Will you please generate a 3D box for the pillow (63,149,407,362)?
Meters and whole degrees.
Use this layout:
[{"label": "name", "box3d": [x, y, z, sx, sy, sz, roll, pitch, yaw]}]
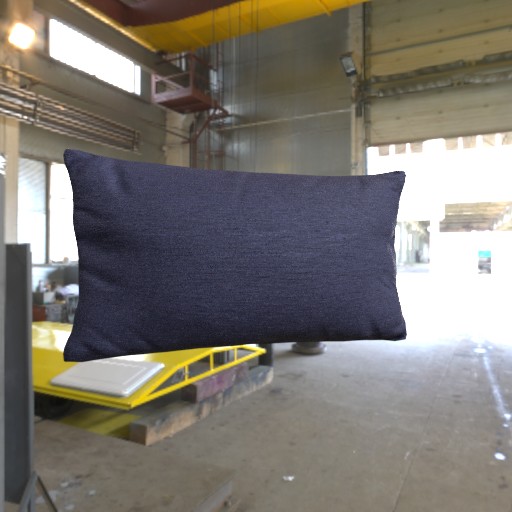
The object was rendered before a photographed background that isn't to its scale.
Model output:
[{"label": "pillow", "box3d": [0.000, 0.000, 0.783, 0.633, 0.338, 0.210, 0, 0, -17]}]
